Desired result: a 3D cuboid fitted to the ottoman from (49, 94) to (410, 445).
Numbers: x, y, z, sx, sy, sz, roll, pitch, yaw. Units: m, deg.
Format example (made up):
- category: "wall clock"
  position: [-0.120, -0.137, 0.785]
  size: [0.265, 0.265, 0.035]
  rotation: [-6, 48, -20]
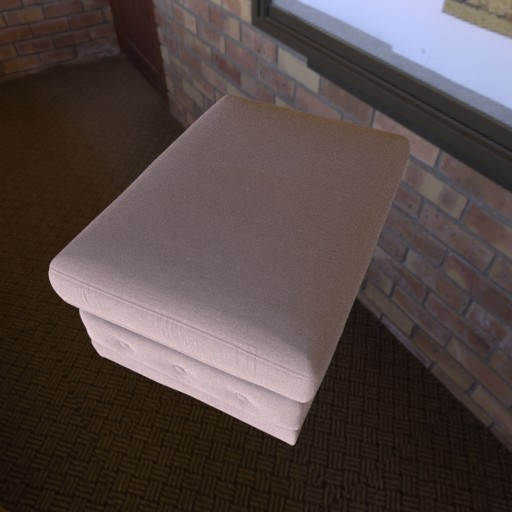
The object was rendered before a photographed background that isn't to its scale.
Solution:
- category: "ottoman"
  position: [0.000, 0.000, 1.149]
  size: [0.569, 0.500, 0.771]
  rotation: [19, 50, 17]
